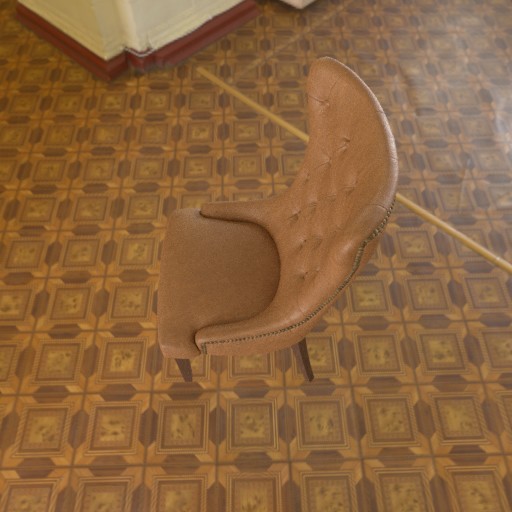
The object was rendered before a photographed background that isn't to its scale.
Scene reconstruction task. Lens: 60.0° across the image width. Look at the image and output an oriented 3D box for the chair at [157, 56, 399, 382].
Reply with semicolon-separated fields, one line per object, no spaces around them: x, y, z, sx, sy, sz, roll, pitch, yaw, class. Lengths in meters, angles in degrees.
0.000;0.000;1.461;0.669;1.065;0.611;-2;58;-1;chair
